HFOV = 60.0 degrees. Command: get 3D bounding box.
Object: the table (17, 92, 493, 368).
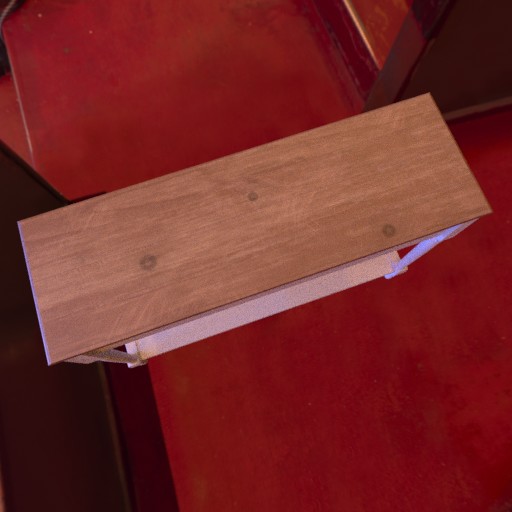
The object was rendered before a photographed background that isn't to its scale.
[{"bbox_3d":[0.000,0.000,1.567,1.219,0.800,0.399,-19,75,-5],"label":"table"}]
